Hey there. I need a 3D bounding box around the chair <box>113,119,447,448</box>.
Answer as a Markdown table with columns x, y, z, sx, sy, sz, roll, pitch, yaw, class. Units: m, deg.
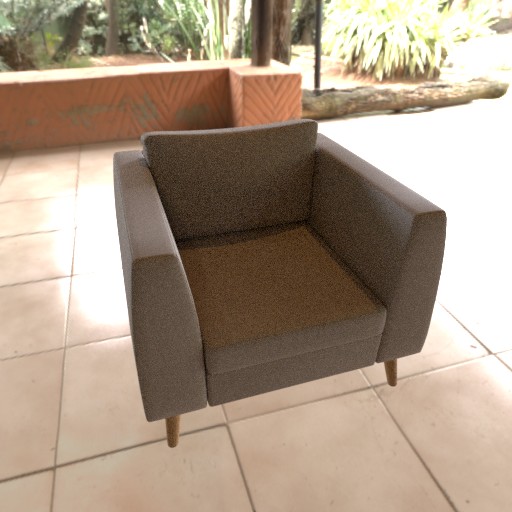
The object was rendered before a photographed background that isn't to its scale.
| x | y | z | sx | sy | sz | roll | pitch | yaw | class |
| --- | --- | --- | --- | --- | --- | --- | --- | --- | --- |
| 0.000 | 0.000 | 1.717 | 1.000 | 0.860 | 0.930 | -10 | 33 | -15 | chair |
